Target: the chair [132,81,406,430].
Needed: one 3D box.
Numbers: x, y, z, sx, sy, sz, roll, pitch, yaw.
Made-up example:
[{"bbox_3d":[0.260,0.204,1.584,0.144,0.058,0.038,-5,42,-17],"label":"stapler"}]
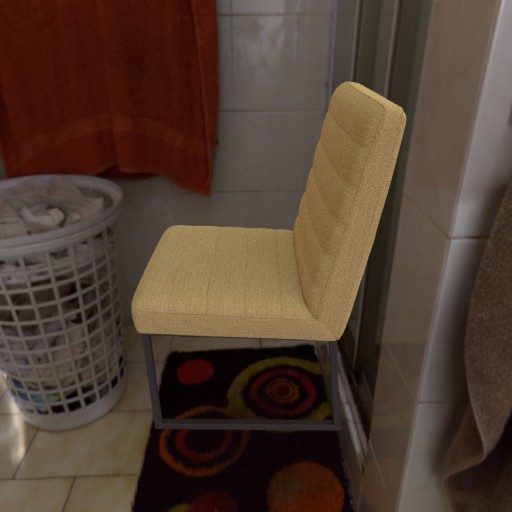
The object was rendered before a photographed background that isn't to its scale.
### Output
[{"bbox_3d":[0.000,0.000,1.316,0.634,0.930,0.520,0,27,1],"label":"chair"}]
